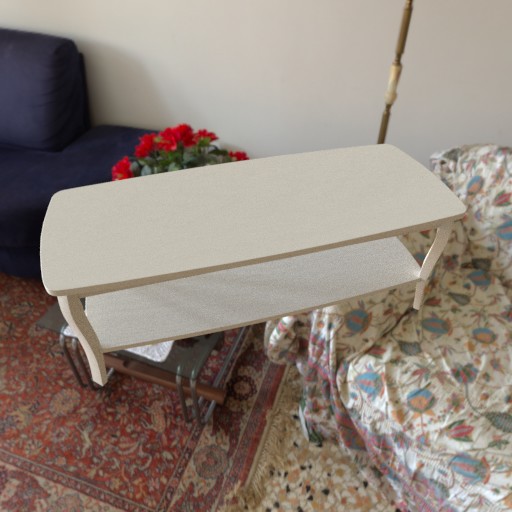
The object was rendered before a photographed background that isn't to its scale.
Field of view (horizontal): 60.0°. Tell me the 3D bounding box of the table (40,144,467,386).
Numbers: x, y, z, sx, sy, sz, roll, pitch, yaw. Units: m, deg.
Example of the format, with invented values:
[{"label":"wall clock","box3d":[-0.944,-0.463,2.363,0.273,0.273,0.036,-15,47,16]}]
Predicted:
[{"label":"table","box3d":[0.000,0.000,1.616,1.334,0.474,0.561,-11,41,-13]}]
